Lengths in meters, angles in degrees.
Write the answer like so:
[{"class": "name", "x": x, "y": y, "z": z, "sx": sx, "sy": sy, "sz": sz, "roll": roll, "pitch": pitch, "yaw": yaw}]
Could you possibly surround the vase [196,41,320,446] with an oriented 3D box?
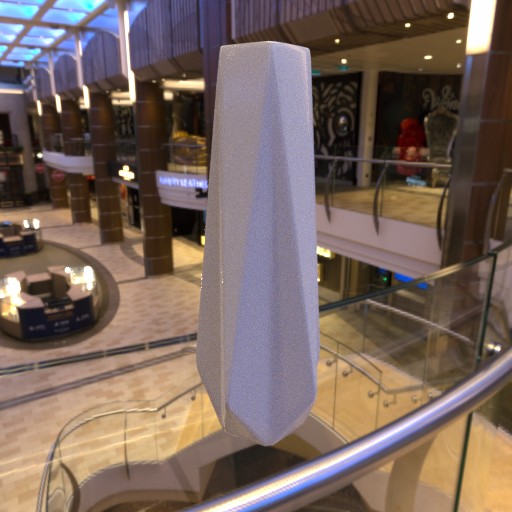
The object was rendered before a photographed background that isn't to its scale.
[{"class": "vase", "x": 0.000, "y": 0.000, "z": 0.386, "sx": 0.116, "sy": 0.329, "sz": 0.122, "roll": 3, "pitch": 16, "yaw": 9}]
